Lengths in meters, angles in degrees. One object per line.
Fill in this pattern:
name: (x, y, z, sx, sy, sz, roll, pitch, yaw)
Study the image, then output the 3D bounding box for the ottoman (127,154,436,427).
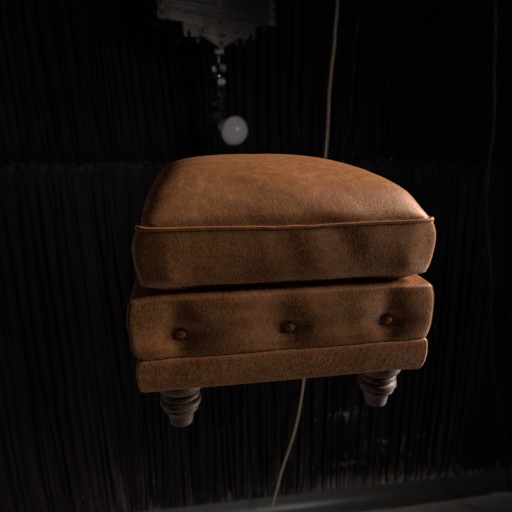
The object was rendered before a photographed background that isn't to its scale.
ottoman: (0.000, 0.000, 1.075, 0.533, 0.480, 0.710, -2, 15, -9)
